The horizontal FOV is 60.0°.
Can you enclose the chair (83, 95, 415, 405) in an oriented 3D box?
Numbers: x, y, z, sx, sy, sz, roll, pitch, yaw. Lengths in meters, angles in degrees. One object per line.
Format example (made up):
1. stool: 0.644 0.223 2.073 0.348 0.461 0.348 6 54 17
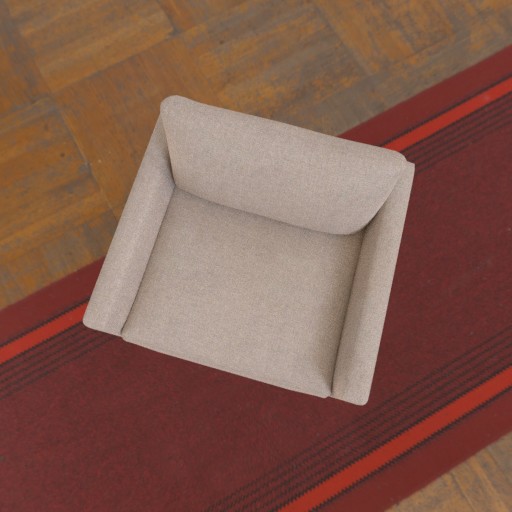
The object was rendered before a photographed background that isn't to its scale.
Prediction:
1. chair: 0.000 0.000 1.667 0.963 0.861 0.866 15 75 4
